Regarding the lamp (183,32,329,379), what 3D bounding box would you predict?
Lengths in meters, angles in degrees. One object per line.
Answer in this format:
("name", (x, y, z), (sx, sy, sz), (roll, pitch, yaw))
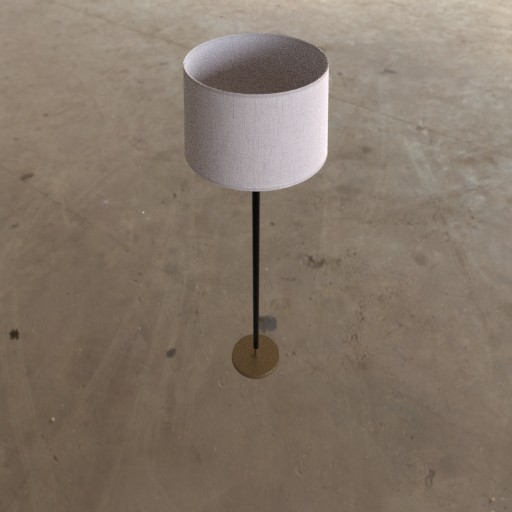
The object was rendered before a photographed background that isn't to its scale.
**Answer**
("lamp", (0.000, 0.000, 1.651), (0.420, 1.447, 0.420), (0, 47, 0))
